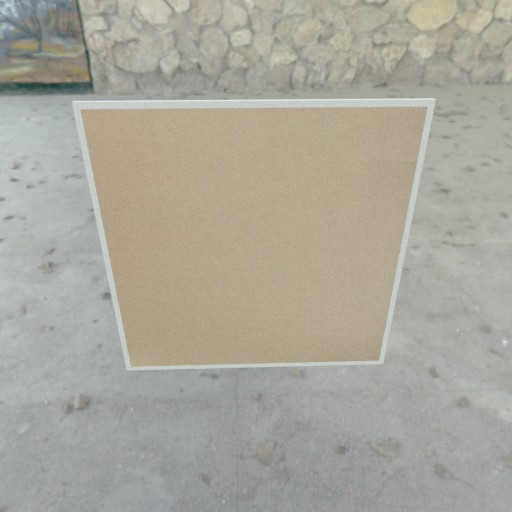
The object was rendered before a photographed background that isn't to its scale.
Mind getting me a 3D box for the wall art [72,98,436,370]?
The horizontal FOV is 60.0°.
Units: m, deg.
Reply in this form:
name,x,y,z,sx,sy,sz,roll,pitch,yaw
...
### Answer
name,x,y,z,sx,sy,sz,roll,pitch,yaw
wall art,0.000,0.000,1.197,0.809,0.809,0.012,-1,31,-2
